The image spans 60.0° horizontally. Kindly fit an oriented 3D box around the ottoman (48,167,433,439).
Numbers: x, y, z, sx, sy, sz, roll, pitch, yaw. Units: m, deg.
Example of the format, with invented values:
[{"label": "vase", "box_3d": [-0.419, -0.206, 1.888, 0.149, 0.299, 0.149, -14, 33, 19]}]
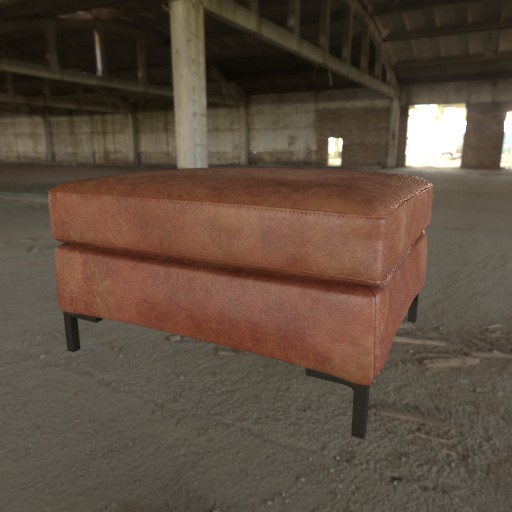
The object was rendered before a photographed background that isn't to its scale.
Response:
[{"label": "ottoman", "box_3d": [0.000, 0.000, 1.753, 1.186, 0.667, 0.965, 7, 16, 27]}]
